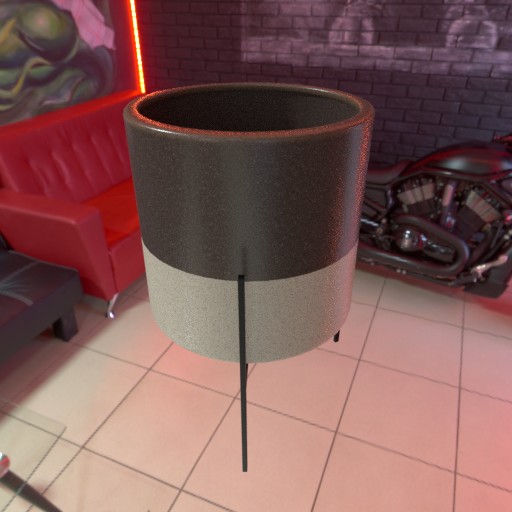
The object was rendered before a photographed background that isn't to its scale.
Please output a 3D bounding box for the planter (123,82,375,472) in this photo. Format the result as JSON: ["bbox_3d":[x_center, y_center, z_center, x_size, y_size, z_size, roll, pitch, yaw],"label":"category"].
[{"bbox_3d":[0.000,0.000,0.519,0.260,0.353,0.250,-19,36,-29],"label":"planter"}]
